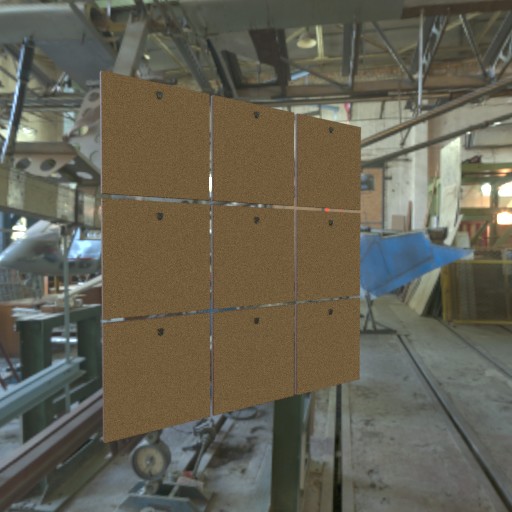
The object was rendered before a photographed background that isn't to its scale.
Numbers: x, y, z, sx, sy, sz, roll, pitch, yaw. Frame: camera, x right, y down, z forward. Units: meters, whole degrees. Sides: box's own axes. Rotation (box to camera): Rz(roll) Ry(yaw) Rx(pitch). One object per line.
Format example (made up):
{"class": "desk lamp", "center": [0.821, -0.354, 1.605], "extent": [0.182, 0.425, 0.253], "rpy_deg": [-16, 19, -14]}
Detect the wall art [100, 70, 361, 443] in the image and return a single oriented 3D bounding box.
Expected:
{"class": "wall art", "center": [0.000, 0.000, 1.797], "extent": [1.221, 1.218, 0.024], "rpy_deg": [-1, 2, -35]}
